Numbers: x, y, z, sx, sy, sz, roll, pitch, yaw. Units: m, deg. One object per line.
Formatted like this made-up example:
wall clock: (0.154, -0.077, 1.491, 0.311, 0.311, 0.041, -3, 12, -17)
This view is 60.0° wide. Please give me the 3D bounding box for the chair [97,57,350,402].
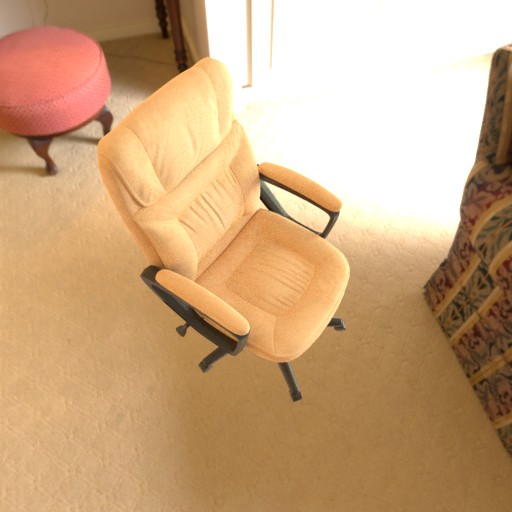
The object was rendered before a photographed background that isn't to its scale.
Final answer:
chair: (0.000, 0.000, 1.573, 0.724, 1.105, 0.667, 30, 62, 18)
